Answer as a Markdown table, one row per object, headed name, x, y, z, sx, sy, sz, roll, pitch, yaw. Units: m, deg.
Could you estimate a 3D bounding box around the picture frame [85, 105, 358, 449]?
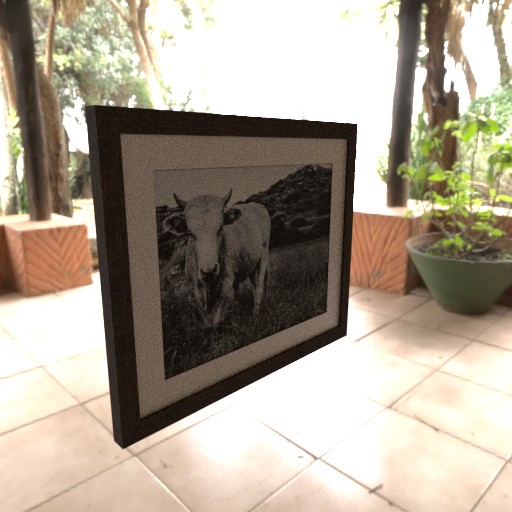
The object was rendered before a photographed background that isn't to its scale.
| name | x | y | z | sx | sy | sz | roll | pitch | yaw |
| --- | --- | --- | --- | --- | --- | --- | --- | --- | --- |
| picture frame | 0.000 | 0.000 | 0.757 | 0.546 | 0.455 | 0.026 | -13 | 19 | -43 |
